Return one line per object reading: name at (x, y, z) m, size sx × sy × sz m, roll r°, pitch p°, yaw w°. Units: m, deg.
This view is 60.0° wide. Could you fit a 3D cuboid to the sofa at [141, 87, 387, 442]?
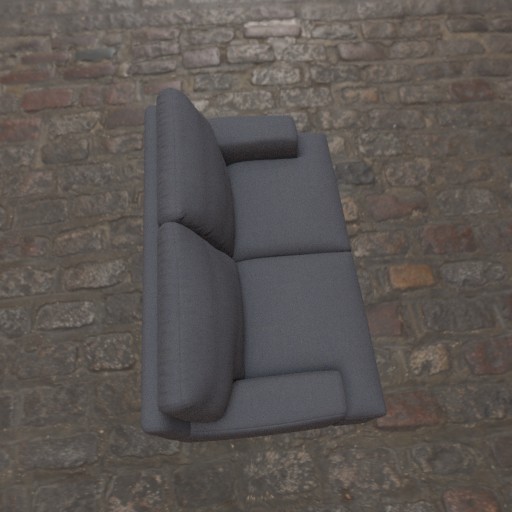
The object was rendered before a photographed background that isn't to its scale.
sofa at (0.000, 0.000, 2.501) m, size 1.143 × 0.940 × 1.880 m, roll -5°, pitch 64°, yaw -3°
